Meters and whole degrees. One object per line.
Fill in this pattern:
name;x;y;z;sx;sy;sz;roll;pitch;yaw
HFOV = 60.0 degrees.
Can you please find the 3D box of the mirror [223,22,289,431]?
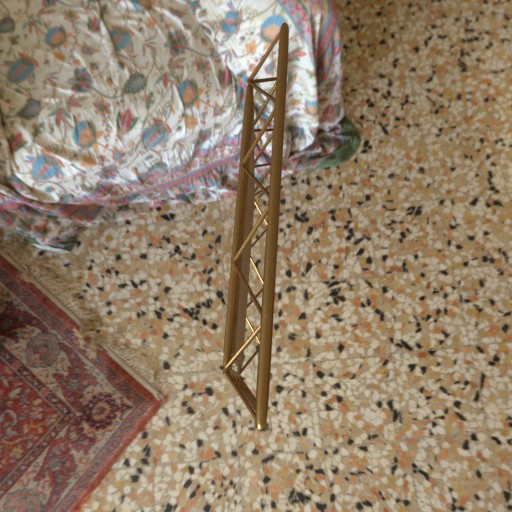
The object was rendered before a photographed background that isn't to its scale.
mirror;0.000;0.000;0.615;0.046;0.414;0.416;4;74;1
